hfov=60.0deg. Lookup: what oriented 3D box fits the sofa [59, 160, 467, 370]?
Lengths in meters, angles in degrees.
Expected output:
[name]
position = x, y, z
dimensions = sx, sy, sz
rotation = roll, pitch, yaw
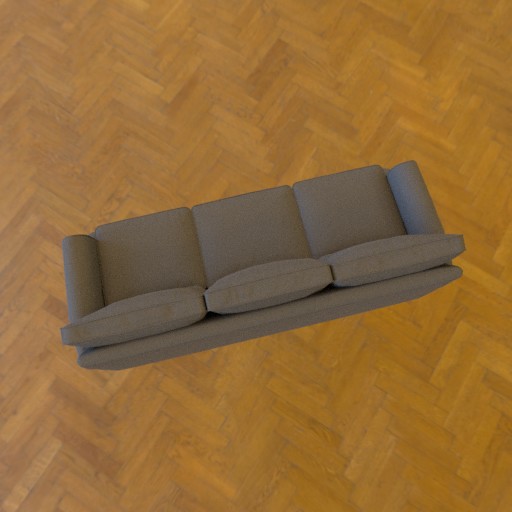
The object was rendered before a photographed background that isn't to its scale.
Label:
[sofa]
position = 0.000, 0.000, 2.851
dimensions = 2.353, 0.948, 0.966
rotation = -13, 75, -4
